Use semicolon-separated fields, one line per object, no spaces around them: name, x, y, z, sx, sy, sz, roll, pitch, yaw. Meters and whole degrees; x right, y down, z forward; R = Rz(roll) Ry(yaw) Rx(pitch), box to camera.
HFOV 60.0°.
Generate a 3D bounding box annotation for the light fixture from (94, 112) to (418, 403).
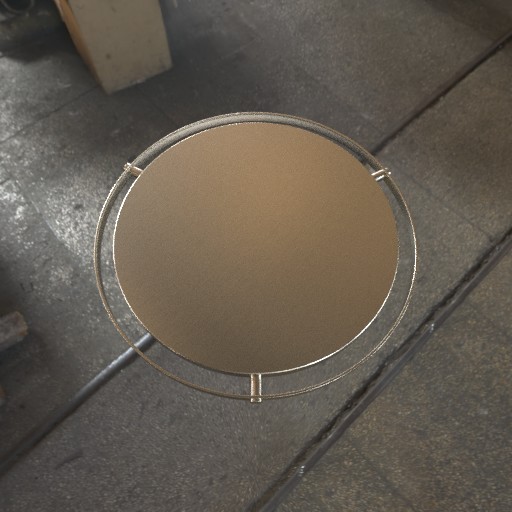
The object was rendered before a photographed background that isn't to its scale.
light fixture;0.000;0.000;0.553;0.361;0.130;0.361;0;64;0
